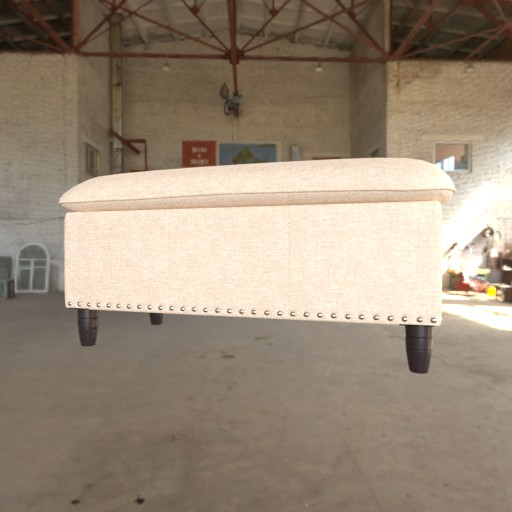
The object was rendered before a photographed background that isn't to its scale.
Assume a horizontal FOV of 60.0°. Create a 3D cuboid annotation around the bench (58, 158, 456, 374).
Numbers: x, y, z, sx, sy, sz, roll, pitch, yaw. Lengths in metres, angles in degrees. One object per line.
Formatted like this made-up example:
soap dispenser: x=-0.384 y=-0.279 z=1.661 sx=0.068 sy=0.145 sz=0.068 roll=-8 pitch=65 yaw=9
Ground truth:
bench: x=0.000 y=0.000 z=1.239 sx=0.991 sy=0.483 sz=0.483 roll=0 pitch=1 yaw=18
